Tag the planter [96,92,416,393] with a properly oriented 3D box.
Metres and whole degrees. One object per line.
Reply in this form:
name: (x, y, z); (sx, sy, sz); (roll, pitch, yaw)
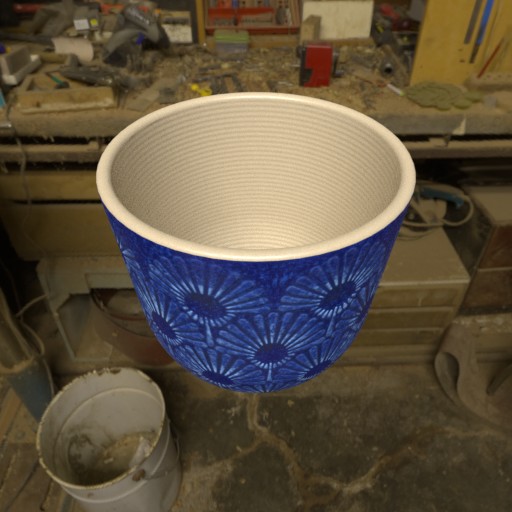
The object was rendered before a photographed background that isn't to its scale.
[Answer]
planter: (0.000, 0.000, 0.293); (0.170, 0.153, 0.170); (0, 42, 0)
